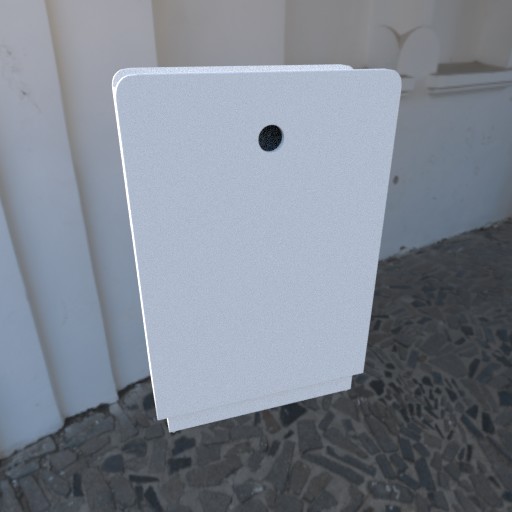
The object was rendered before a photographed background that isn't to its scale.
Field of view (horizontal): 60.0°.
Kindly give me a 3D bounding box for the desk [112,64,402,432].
[{"bbox_3d":[0.000,0.000,1.525,0.795,1.190,0.278,-8,27,-16],"label":"desk"}]
